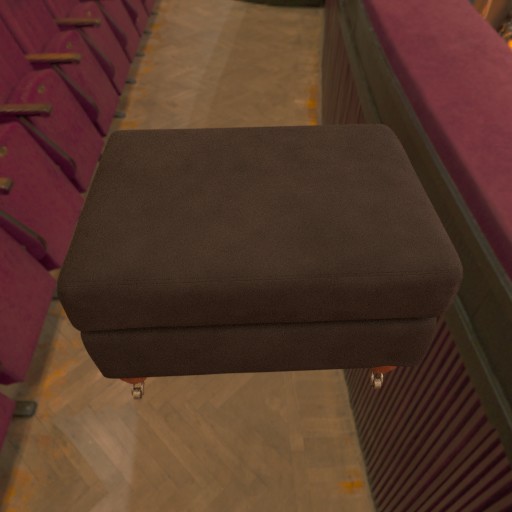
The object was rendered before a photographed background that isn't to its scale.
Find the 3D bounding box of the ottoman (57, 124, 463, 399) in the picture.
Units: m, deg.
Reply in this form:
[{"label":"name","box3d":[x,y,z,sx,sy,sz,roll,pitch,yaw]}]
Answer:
[{"label":"ottoman","box3d":[0.000,0.000,1.128,0.773,0.497,0.574,-2,46,-2]}]
